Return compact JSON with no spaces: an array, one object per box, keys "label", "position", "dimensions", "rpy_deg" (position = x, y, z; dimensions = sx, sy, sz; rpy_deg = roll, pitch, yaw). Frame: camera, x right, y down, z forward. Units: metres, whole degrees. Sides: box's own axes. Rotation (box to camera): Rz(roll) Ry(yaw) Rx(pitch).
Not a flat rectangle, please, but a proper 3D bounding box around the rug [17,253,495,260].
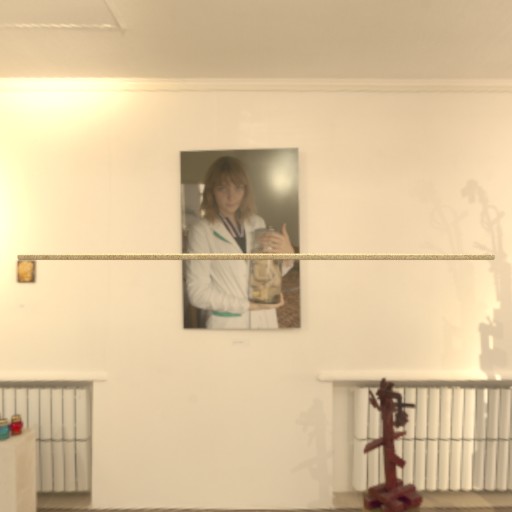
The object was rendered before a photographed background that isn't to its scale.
[{"label":"rug","position":[0.000,0.000,2.924],"dimensions":[2.346,0.025,1.500],"rpy_deg":[0,1,-1]}]
